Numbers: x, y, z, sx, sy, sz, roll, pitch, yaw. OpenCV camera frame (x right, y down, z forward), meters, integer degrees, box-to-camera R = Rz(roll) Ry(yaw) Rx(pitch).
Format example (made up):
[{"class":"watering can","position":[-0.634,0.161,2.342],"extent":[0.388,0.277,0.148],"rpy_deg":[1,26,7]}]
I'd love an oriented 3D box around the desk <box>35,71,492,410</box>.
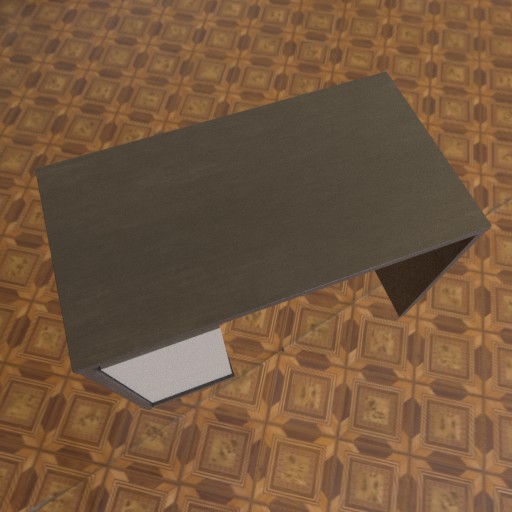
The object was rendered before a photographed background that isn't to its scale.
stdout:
[{"class":"desk","position":[0.000,0.000,1.539],"extent":[1.100,0.750,0.600],"rpy_deg":[-18,66,-9]}]
